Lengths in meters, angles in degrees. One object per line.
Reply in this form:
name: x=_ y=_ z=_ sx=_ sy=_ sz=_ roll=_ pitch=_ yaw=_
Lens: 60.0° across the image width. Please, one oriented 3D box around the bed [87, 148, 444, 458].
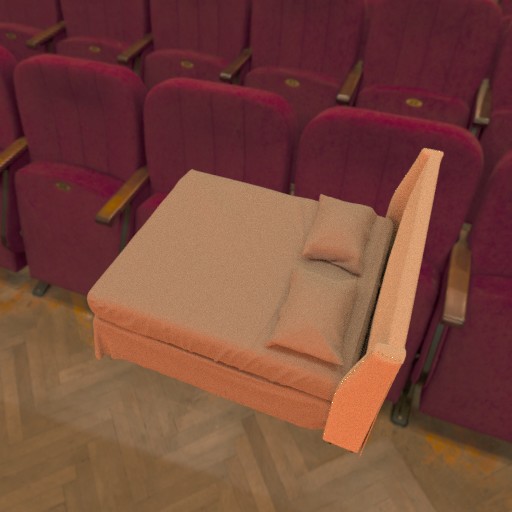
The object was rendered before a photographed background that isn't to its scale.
bed: x=0.000 y=0.000 z=3.448 sx=2.276 sy=1.332 sz=1.925 roll=16 pitch=49 yaw=14
